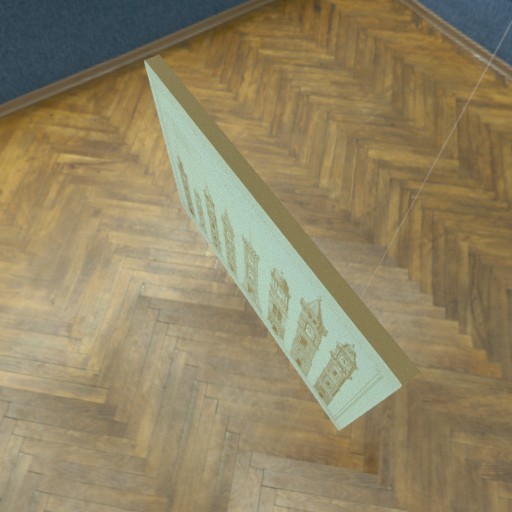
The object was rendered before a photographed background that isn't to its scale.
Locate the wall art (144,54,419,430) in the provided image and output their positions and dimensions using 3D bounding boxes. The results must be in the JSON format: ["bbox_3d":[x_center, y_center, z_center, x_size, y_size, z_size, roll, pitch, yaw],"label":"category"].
[{"bbox_3d":[0.000,0.000,0.481,0.019,0.254,0.380,-30,66,-15],"label":"wall art"}]
